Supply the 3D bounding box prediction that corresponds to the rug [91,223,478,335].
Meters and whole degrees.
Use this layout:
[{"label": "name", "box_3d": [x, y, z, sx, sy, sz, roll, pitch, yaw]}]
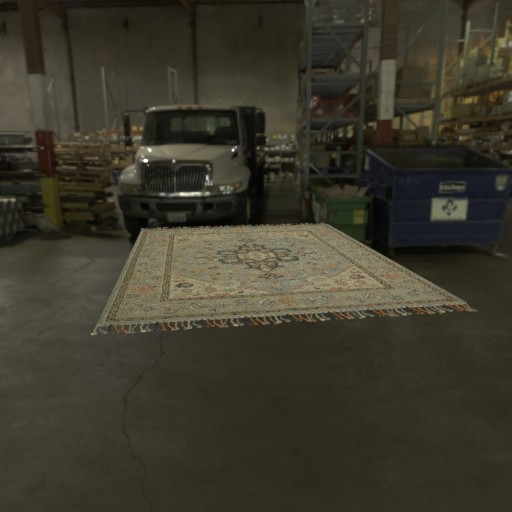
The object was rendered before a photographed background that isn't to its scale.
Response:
[{"label": "rug", "box_3d": [0.000, 0.000, 4.178, 2.379, 0.011, 3.221, -2, 15, -9]}]
